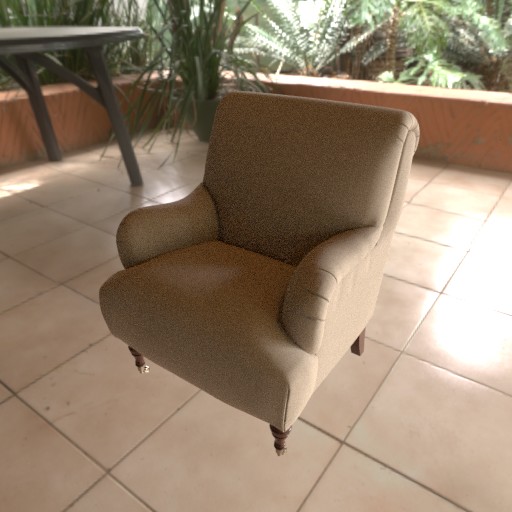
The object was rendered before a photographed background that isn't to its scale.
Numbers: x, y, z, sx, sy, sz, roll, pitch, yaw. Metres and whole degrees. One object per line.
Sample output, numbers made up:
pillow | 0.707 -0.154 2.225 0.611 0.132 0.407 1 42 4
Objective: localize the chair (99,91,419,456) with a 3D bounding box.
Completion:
chair | 0.000 0.000 1.513 0.766 0.942 0.842 19 34 30
